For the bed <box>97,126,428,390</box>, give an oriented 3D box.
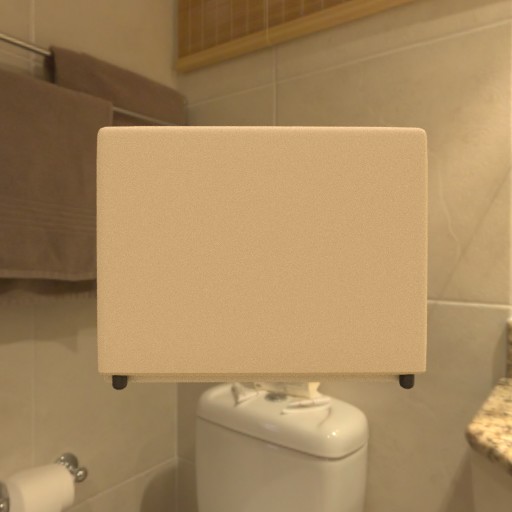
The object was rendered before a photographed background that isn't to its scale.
[{"bbox_3d":[0.000,0.000,3.255,1.714,1.330,2.147,0,1,-1],"label":"bed"}]
